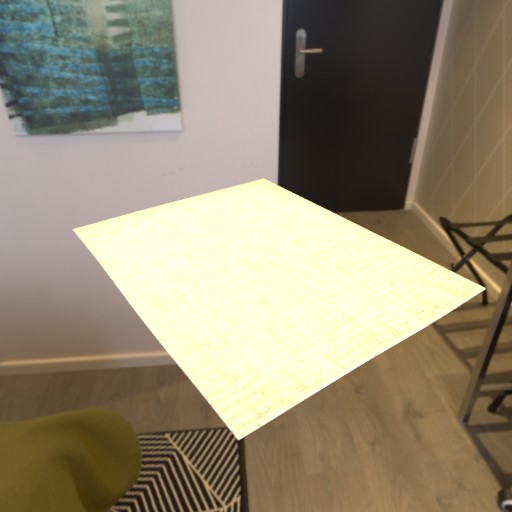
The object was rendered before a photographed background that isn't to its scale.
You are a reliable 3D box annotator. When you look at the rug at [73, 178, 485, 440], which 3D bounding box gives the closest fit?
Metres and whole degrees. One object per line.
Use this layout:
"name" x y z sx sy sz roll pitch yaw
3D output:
"rug" 0.000 0.000 4.076 2.447 0.014 3.061 -20 36 -30
